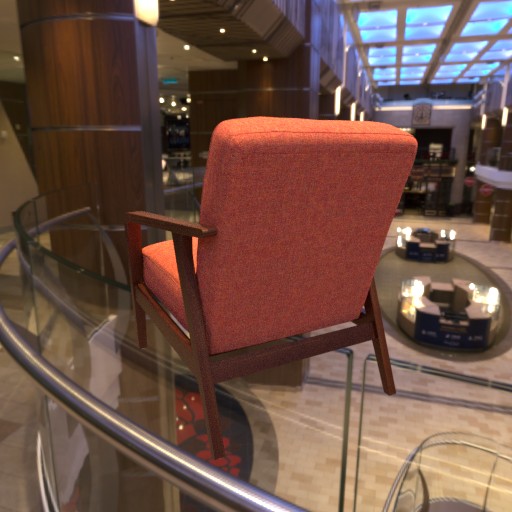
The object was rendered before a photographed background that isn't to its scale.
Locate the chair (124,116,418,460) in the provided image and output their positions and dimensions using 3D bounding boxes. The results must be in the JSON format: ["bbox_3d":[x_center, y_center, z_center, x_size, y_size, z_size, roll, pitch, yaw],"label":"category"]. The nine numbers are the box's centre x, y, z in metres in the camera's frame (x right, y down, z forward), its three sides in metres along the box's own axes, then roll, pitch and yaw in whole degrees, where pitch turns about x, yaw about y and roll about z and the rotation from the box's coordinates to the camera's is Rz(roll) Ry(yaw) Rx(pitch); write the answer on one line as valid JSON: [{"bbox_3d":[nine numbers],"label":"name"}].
[{"bbox_3d":[0.000,0.000,1.553,0.719,0.890,0.860,-8,16,-28],"label":"chair"}]
